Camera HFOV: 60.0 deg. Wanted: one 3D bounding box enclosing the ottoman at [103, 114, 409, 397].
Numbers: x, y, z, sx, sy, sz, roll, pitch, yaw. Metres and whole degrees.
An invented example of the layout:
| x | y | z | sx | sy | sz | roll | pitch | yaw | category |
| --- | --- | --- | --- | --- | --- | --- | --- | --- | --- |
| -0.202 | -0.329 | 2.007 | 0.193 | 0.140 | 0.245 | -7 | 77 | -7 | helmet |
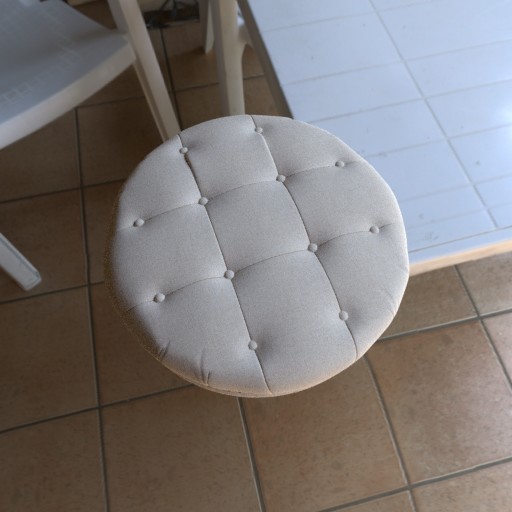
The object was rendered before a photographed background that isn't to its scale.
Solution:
| x | y | z | sx | sy | sz | roll | pitch | yaw | category |
| --- | --- | --- | --- | --- | --- | --- | --- | --- | --- |
| 0.000 | 0.000 | 1.491 | 0.940 | 0.483 | 0.940 | 0 | 64 | 0 | ottoman |
